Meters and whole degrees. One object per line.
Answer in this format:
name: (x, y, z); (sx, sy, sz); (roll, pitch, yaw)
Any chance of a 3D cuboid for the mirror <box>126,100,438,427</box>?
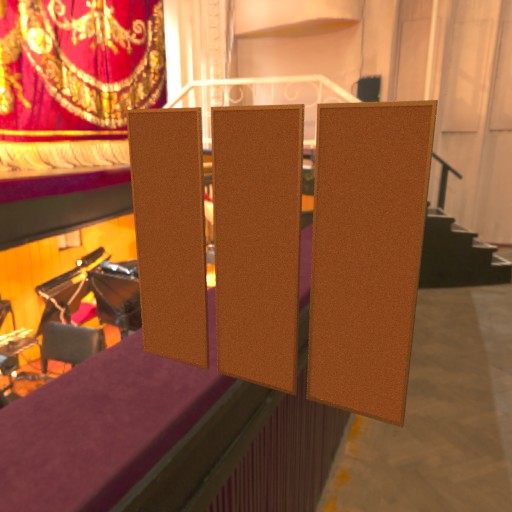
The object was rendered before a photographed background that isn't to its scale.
mirror: (0.000, 0.000, 1.441); (1.011, 0.926, 0.023); (8, 18, 27)
